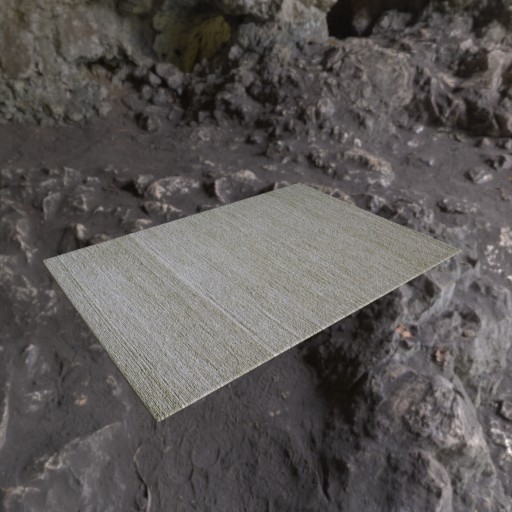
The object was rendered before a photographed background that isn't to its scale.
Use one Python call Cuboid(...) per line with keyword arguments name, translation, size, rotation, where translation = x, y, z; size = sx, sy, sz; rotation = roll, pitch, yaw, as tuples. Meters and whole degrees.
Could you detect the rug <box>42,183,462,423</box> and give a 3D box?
Cuboid(name="rug", translation=(0.000, 0.000, 2.923), size=(2.270, 0.017, 1.606), rotation=(-22, 36, -32))
